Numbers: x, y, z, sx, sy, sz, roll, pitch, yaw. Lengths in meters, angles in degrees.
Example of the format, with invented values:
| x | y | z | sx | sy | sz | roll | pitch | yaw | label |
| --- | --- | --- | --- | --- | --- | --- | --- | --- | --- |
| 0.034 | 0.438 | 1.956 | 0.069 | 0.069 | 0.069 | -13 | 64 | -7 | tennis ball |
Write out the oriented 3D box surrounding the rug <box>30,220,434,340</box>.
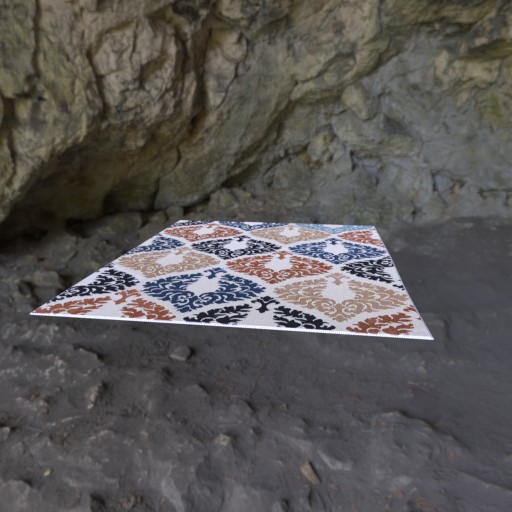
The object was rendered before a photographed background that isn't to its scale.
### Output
| x | y | z | sx | sy | sz | roll | pitch | yaw | label |
| --- | --- | --- | --- | --- | --- | --- | --- | --- | --- |
| 0.000 | 0.000 | 4.038 | 2.423 | 0.014 | 3.040 | 2 | 16 | 8 | rug |
